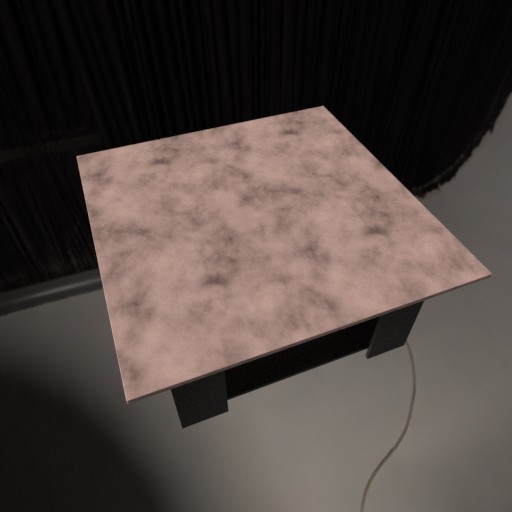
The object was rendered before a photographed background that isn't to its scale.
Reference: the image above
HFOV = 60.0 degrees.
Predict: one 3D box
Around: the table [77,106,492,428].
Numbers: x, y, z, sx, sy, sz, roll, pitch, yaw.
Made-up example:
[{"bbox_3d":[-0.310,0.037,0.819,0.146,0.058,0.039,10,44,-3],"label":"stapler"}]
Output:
[{"bbox_3d":[0.000,0.000,1.054,0.670,0.305,0.670,-16,49,-15],"label":"table"}]
